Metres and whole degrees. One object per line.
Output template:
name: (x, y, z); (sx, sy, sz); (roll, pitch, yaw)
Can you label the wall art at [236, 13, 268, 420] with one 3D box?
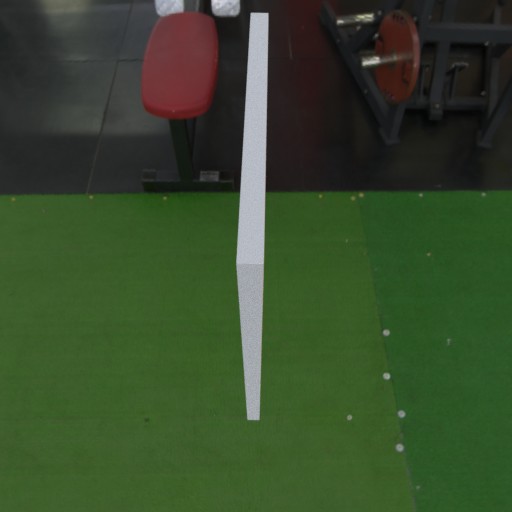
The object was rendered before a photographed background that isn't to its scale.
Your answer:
wall art: (0.000, 0.000, 1.138); (0.037, 0.916, 0.610); (1, 57, 1)
